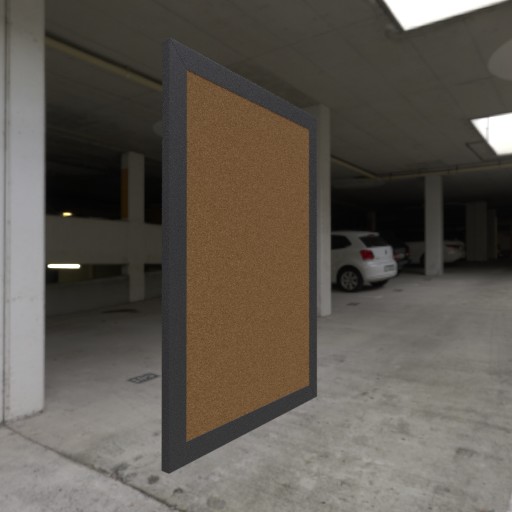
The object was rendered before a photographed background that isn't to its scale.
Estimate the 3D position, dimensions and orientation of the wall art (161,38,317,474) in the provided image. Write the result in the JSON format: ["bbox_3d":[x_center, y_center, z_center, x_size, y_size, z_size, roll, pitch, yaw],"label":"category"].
[{"bbox_3d":[0.000,0.000,0.699,0.013,0.534,0.380,0,-1,36],"label":"wall art"}]
